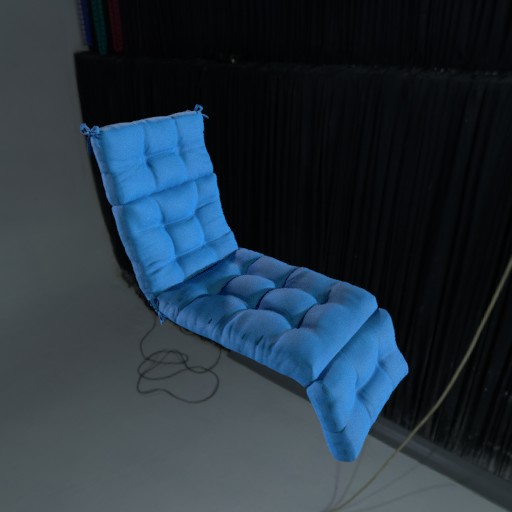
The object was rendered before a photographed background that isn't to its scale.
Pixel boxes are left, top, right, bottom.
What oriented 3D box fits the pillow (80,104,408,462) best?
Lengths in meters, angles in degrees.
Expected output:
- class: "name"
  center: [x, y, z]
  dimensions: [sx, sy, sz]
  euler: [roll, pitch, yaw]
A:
- class: "pillow"
  center: [0.000, 0.000, 1.493]
  dimensions: [1.016, 0.863, 0.526]
  euler: [18, 31, 31]
